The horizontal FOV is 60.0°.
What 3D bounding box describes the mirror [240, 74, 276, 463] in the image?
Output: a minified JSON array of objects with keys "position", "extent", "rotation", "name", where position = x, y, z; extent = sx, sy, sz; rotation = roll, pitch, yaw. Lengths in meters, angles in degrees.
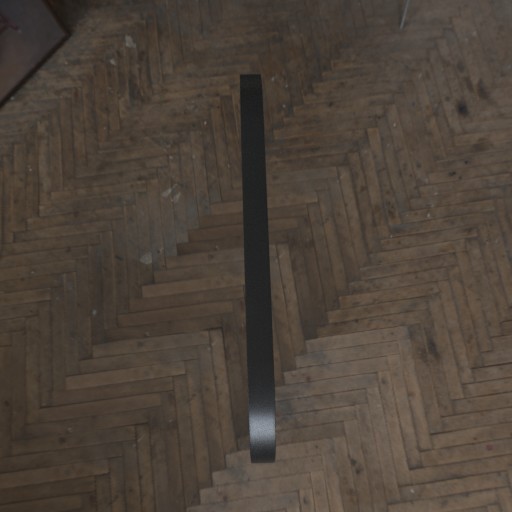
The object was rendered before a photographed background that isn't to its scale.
[{"position":[0.000,0.000,0.682],"extent":[0.032,0.254,0.584],"rotation":[-2,76,0],"name":"mirror"}]
